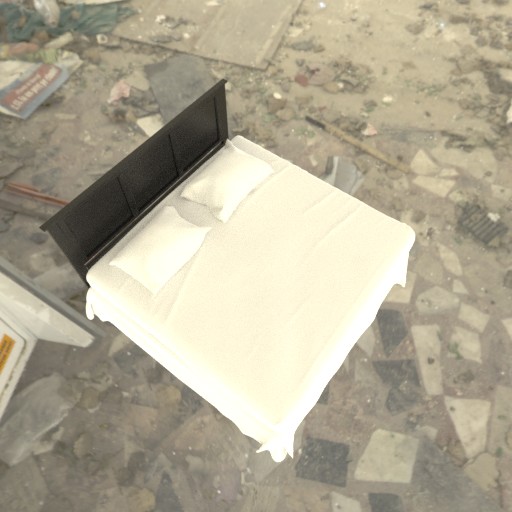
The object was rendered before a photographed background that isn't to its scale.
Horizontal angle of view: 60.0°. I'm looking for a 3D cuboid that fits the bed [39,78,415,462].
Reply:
[{"bbox_3d":[0.000,0.000,3.676,2.219,1.271,2.315,33,64,18],"label":"bed"}]
